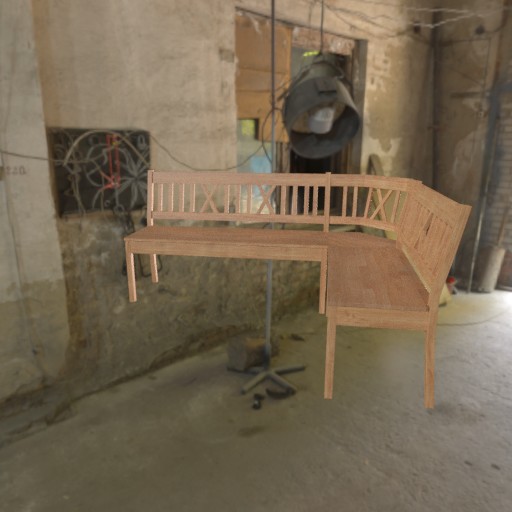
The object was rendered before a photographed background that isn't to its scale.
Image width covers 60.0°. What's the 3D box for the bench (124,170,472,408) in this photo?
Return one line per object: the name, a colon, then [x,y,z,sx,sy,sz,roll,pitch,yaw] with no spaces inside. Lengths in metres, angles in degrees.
bench: [0.000,0.000,2.709,1.937,0.902,1.537,2,15,9]
